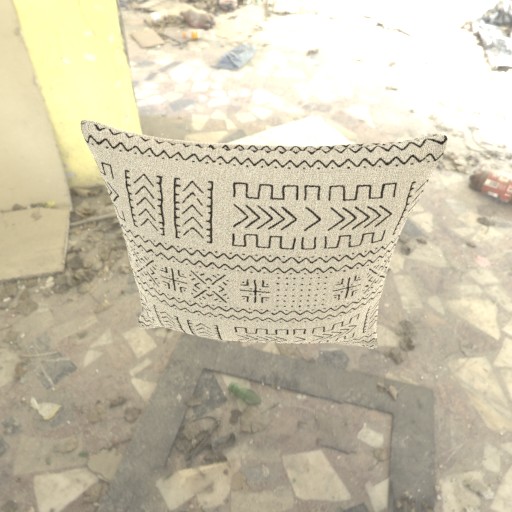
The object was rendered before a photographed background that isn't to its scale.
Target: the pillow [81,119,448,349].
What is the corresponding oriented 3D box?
[{"bbox_3d":[0.000,0.000,0.665,0.438,0.430,0.164,4,46,4],"label":"pillow"}]
